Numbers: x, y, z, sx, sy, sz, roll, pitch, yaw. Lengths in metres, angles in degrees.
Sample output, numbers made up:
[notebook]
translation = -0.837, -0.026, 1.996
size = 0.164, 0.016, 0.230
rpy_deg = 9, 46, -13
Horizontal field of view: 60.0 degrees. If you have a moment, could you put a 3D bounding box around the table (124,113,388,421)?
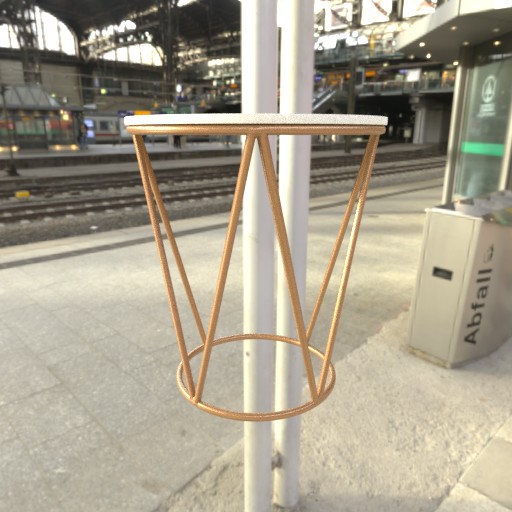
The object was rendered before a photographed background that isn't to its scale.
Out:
[table]
translation = 0.000, 0.000, 0.950
size = 0.500, 0.564, 0.500
rpy_deg = 0, 16, 0
